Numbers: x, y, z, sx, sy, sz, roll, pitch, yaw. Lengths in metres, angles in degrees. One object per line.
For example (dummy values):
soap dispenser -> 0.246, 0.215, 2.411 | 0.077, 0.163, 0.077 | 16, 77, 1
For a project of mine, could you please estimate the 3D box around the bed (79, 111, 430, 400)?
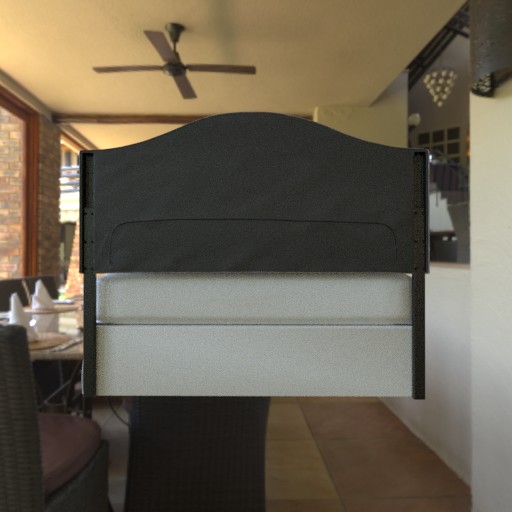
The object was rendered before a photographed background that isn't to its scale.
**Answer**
bed -> 0.000, 0.000, 2.911 | 1.610, 1.295, 1.870 | 0, 0, 1
